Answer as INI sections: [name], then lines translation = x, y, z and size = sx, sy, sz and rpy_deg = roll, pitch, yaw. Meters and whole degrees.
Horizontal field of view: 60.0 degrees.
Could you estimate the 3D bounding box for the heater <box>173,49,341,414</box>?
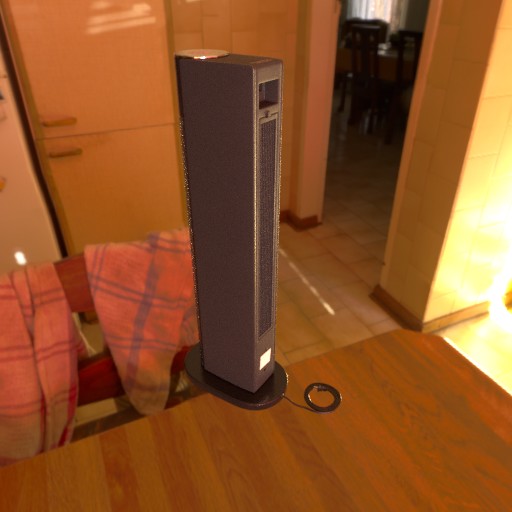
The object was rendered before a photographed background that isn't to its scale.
[heater]
translation = 0.000, 0.000, 1.038
size = 0.458, 0.856, 0.214
rpy_deg = 20, 37, 30
